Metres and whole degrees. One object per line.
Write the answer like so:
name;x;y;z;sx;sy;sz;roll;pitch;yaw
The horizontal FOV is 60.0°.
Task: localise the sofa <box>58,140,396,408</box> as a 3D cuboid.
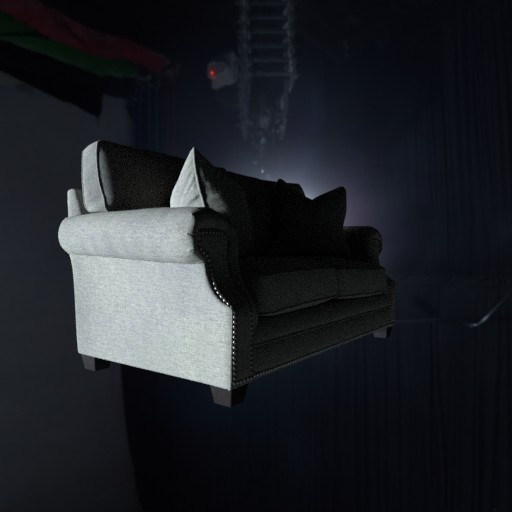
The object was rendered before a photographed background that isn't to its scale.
sofa;0.000;0.000;2.291;0.966;0.966;1.701;0;1;36
